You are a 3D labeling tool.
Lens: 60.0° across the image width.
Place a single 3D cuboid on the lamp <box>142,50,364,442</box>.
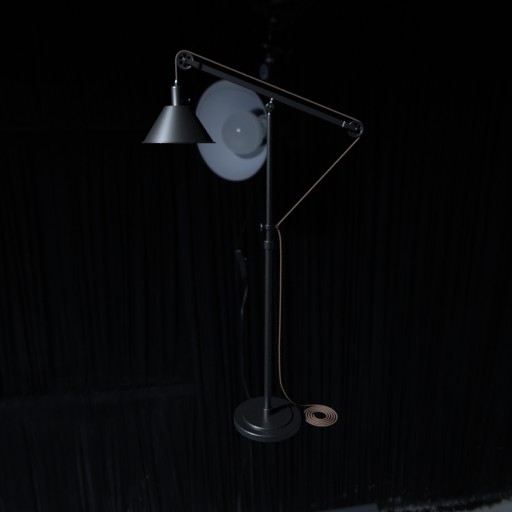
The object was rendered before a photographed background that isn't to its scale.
[{"bbox_3d":[0.000,0.000,1.915,0.904,1.626,0.319,-2,14,-7],"label":"lamp"}]
